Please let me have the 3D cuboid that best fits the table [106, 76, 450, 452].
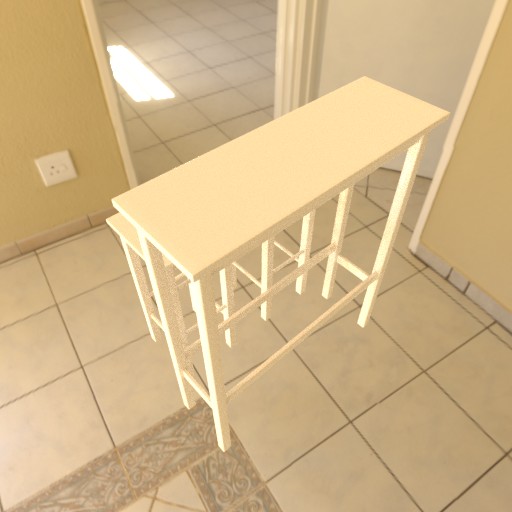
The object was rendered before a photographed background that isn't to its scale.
[{"bbox_3d":[0.000,0.000,1.613,0.915,1.065,0.650,-34,55,-27],"label":"table"}]
